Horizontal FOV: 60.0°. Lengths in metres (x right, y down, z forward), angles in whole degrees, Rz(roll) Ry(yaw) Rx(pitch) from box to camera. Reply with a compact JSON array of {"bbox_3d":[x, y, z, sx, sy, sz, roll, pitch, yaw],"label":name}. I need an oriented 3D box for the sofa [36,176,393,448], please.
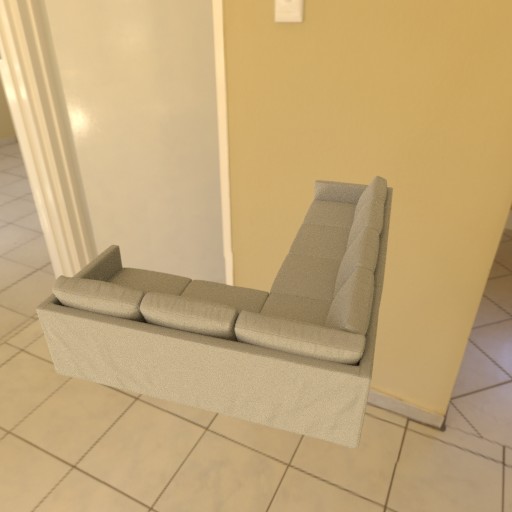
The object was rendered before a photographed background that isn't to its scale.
[{"bbox_3d":[0.000,0.000,4.365,2.432,0.871,3.182,9,32,15],"label":"sofa"}]
